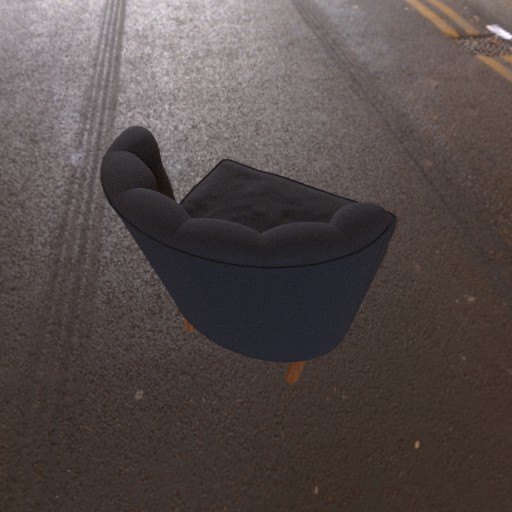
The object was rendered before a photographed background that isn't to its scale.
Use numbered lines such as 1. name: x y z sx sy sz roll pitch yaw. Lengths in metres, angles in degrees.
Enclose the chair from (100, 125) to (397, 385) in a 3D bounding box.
1. chair: 0.000 0.000 1.365 0.740 0.771 0.718 22 50 20
